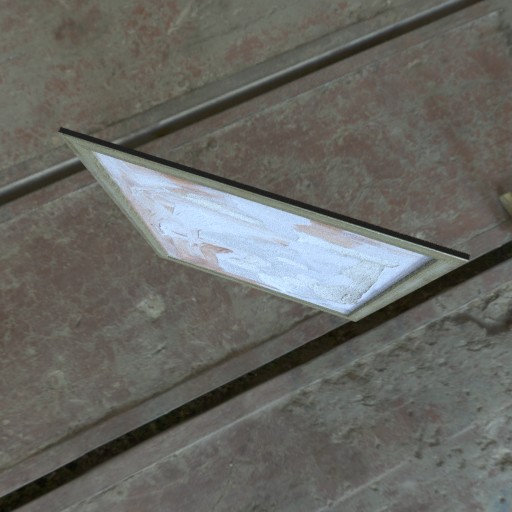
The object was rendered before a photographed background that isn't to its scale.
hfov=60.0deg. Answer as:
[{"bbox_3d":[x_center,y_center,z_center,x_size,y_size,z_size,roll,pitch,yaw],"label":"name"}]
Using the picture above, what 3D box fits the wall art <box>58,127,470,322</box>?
[{"bbox_3d":[0.000,0.000,0.764,0.483,0.559,0.009,18,76,5],"label":"wall art"}]
